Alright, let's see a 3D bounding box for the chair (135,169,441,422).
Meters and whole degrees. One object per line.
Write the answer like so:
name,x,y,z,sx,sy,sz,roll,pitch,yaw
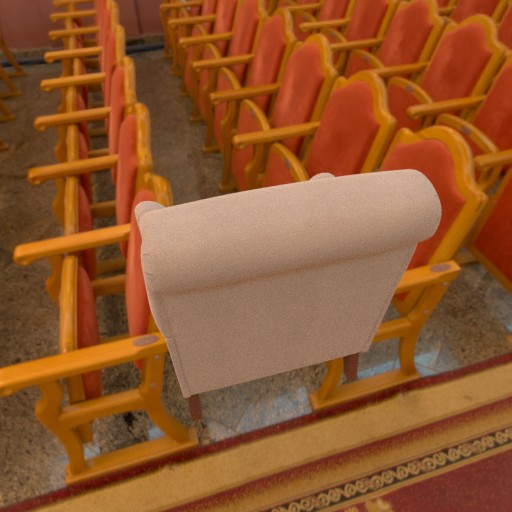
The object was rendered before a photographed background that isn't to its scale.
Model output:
chair,0.000,0.000,1.566,0.766,0.942,0.842,-11,43,-12
